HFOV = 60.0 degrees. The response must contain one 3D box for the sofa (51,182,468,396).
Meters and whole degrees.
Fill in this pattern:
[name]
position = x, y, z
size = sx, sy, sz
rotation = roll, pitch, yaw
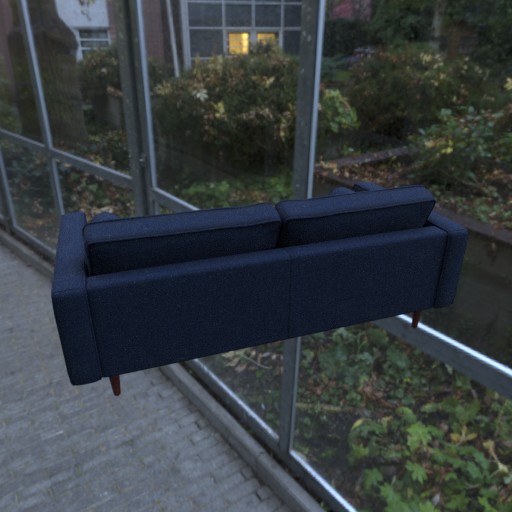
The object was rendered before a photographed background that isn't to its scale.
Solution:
[sofa]
position = 0.000, 0.000, 2.315
size = 1.880, 0.762, 0.914
rotation = -9, 27, -17
